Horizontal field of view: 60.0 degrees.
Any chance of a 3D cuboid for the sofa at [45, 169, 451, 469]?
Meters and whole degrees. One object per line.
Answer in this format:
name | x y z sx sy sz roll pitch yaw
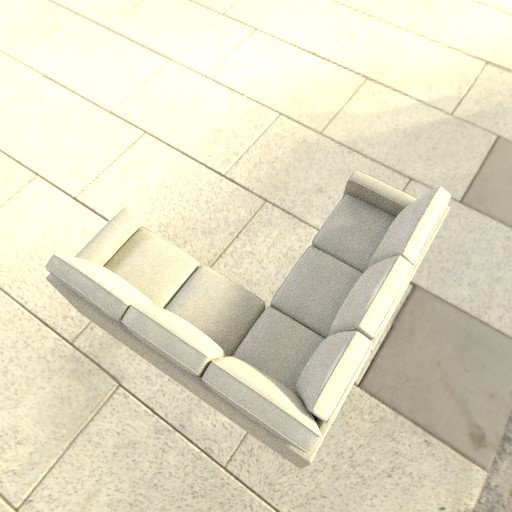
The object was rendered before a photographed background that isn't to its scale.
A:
sofa | 0.000 0.000 3.493 2.211 0.936 2.188 30 66 15
